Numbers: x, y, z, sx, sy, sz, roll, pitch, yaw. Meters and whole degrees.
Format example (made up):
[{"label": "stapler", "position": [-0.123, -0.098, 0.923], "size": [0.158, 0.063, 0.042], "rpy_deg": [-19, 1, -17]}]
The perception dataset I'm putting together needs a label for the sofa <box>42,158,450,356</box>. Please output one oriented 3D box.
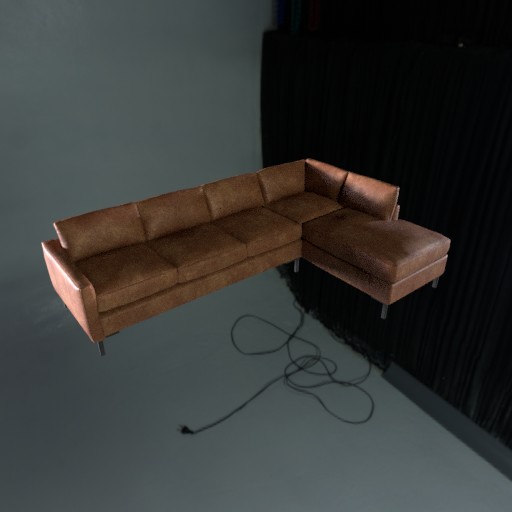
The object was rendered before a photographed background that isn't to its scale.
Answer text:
[{"label": "sofa", "position": [0.000, 0.000, 3.861], "size": [2.984, 0.877, 1.938], "rpy_deg": [-21, 35, -33]}]
